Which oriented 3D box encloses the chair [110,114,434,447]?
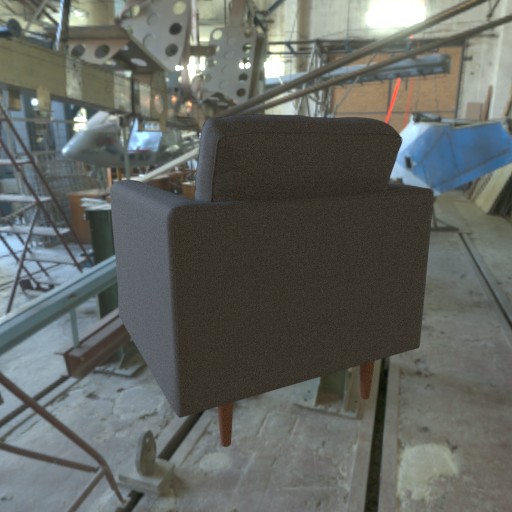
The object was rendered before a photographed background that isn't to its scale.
[{"bbox_3d":[0.000,0.000,1.564,0.854,0.927,0.800,-8,17,-26],"label":"chair"}]
